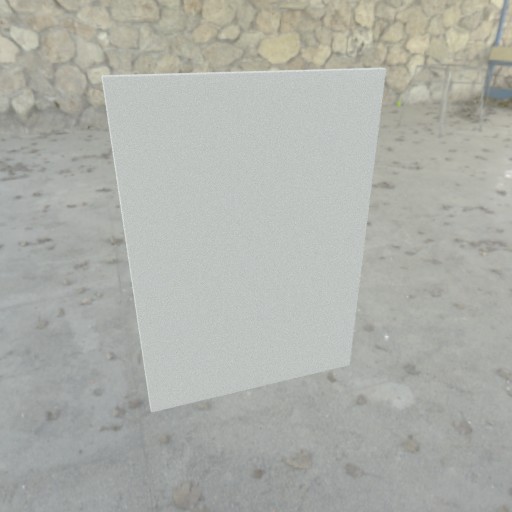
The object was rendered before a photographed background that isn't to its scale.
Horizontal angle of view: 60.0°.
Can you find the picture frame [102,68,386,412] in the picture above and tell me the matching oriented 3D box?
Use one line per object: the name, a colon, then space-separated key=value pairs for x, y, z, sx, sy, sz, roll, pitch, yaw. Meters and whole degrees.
picture frame: x=0.000 y=0.000 z=0.693 sx=0.381 sy=0.534 sz=0.012 roll=-9 pitch=28 yaw=-16
